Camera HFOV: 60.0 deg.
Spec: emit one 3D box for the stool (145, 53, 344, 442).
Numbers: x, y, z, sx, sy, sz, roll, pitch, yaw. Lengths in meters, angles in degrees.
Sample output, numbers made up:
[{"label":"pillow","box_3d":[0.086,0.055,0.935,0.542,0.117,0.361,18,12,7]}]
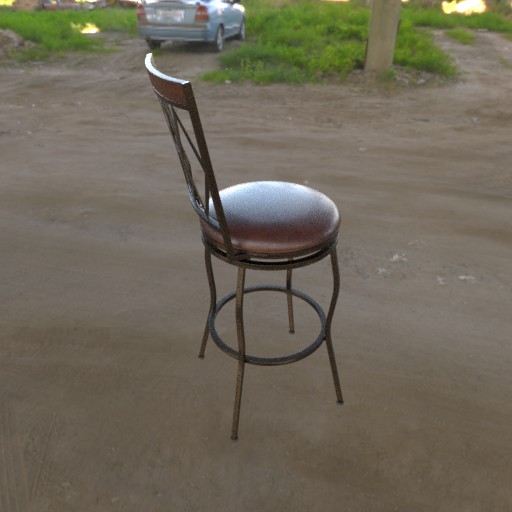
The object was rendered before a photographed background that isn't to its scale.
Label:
[{"label":"stool","box_3d":[0.000,0.000,1.386,0.521,1.134,0.432,-12,34,-18]}]
